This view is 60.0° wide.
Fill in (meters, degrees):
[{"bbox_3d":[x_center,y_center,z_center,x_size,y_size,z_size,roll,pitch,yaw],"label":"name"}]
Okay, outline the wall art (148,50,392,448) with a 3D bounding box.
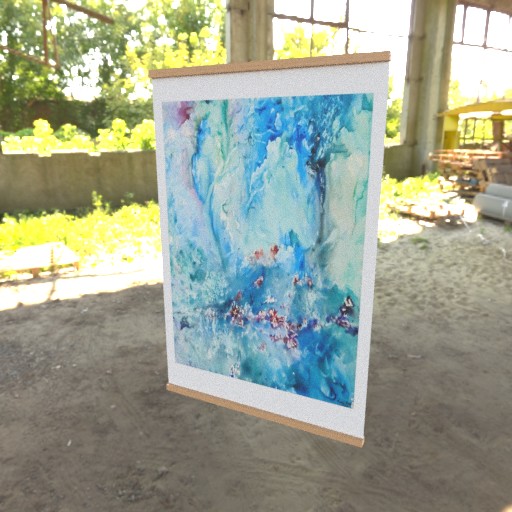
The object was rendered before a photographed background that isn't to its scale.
[{"bbox_3d":[0.000,0.000,1.258,0.669,1.020,0.027,7,16,25],"label":"wall art"}]
